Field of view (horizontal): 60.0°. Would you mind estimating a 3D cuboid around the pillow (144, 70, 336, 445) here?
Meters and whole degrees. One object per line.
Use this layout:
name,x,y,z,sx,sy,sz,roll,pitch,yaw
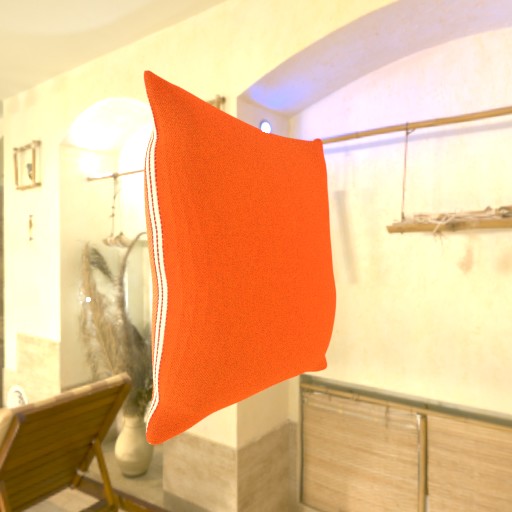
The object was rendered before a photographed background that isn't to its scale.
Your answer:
pillow,0.000,0.000,0.681,0.182,0.441,0.440,1,1,36
